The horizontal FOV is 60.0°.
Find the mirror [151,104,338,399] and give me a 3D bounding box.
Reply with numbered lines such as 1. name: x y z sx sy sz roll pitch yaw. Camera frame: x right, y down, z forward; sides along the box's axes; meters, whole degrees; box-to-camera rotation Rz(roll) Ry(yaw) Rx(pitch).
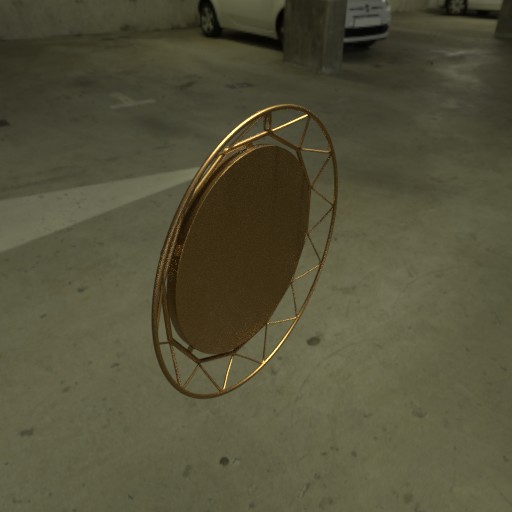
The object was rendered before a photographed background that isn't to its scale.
1. mirror: 0.000 0.000 0.685 0.043 0.454 0.454 22 39 30
